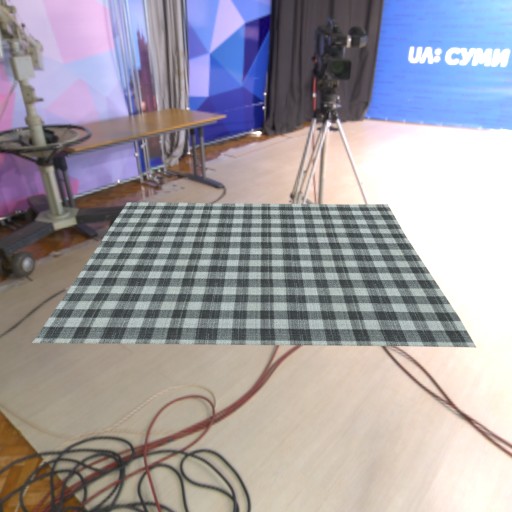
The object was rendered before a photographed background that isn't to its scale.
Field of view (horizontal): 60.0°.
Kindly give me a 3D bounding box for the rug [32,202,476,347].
[{"bbox_3d":[0.000,0.000,4.058,3.021,0.013,2.432,0,30,1],"label":"rug"}]
